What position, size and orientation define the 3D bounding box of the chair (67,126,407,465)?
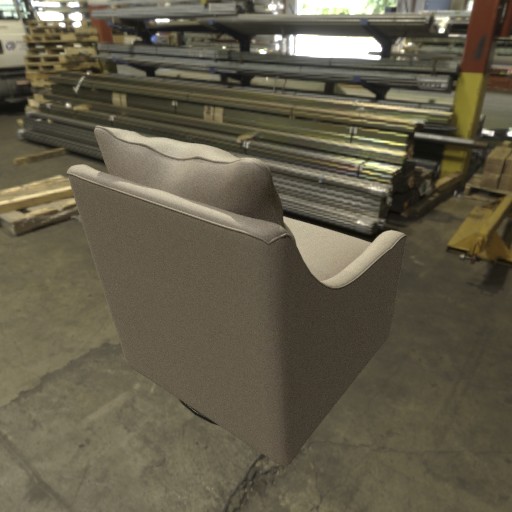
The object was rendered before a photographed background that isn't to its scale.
[{"bbox_3d":[0.000,0.000,1.539,0.760,0.942,0.876,20,34,32],"label":"chair"}]
